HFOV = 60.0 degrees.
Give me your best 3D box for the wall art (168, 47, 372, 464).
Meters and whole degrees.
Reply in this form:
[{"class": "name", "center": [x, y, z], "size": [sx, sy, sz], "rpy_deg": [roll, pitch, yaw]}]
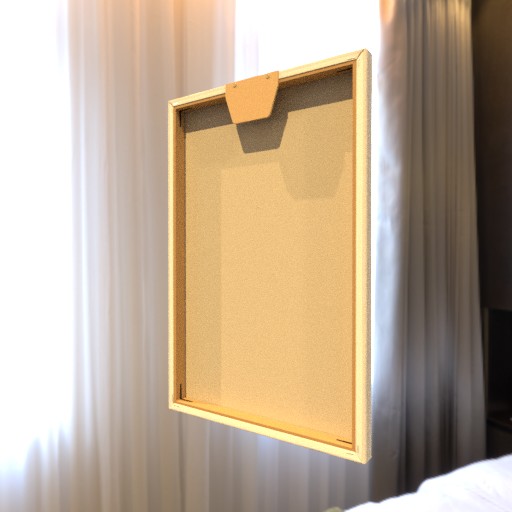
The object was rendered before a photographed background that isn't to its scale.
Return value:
[{"class": "wall art", "center": [0.000, 0.000, 1.141], "size": [0.602, 0.902, 0.048], "rpy_deg": [0, 1, 35]}]
